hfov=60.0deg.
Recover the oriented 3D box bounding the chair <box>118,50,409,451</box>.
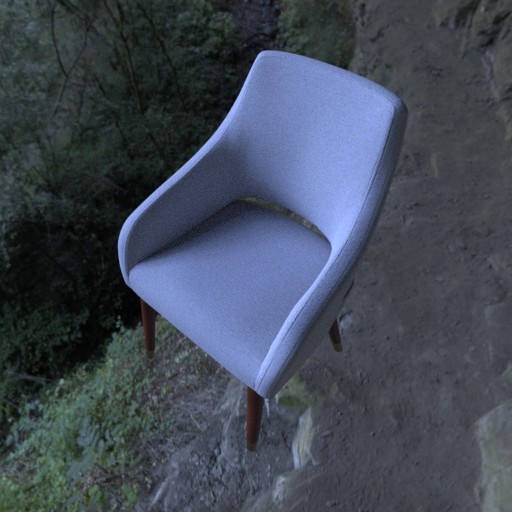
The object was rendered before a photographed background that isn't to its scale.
[{"bbox_3d":[0.000,0.000,1.255,0.609,0.889,0.600,33,55,27],"label":"chair"}]
